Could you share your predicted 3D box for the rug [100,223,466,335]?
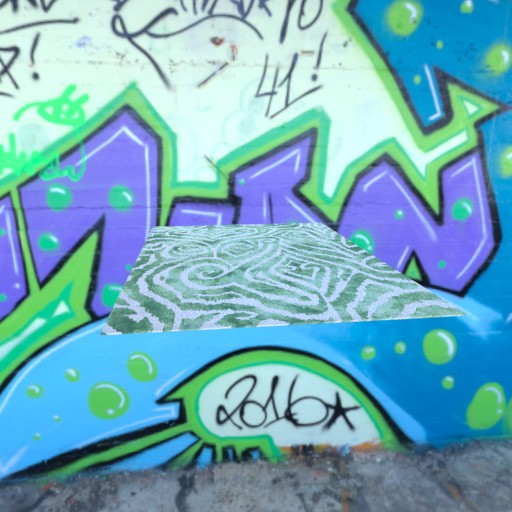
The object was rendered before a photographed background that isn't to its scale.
[{"bbox_3d":[0.000,0.000,2.325,1.220,0.006,1.826,-2,14,-7],"label":"rug"}]
